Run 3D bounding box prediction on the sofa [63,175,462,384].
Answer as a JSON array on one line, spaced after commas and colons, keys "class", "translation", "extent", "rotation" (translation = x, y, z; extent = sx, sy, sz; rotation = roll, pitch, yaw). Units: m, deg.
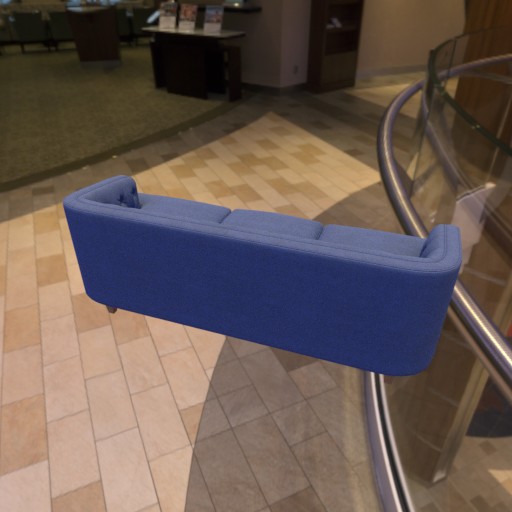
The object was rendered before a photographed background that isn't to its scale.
[{"class": "sofa", "translation": [0.000, 0.000, 2.705], "extent": [2.235, 0.787, 0.914], "rotation": [11, 34, 16]}]
